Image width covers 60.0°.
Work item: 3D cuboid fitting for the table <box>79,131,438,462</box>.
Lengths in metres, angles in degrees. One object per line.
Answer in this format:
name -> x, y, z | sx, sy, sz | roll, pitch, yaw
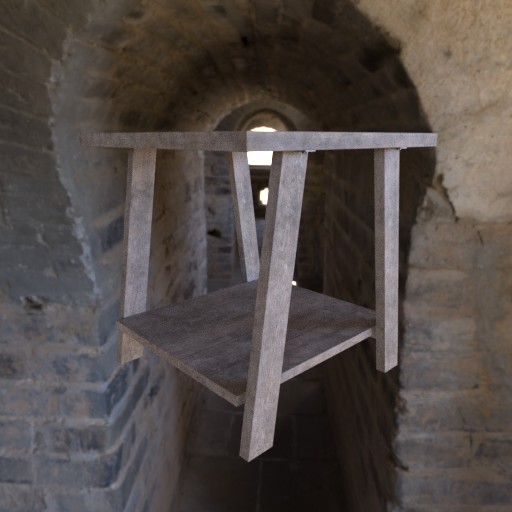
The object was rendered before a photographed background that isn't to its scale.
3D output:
table -> 0.000, 0.000, 1.142 | 0.610, 0.610, 0.610 | -14, 20, -41
